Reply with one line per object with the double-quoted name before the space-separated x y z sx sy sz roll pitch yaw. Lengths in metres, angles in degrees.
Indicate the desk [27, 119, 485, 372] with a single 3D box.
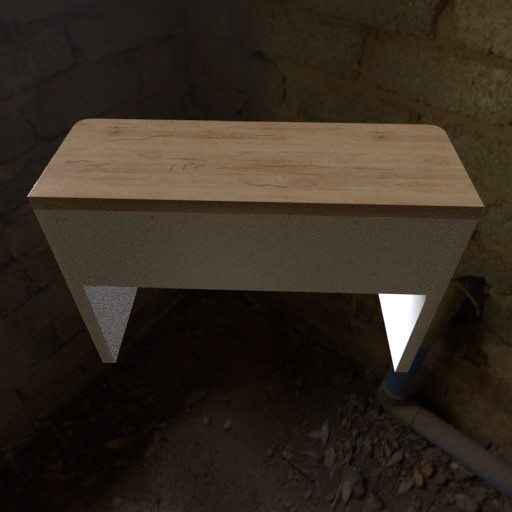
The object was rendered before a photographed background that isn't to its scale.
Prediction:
"desk" 0.000 0.000 1.472 1.100 0.760 0.390 1 45 1
